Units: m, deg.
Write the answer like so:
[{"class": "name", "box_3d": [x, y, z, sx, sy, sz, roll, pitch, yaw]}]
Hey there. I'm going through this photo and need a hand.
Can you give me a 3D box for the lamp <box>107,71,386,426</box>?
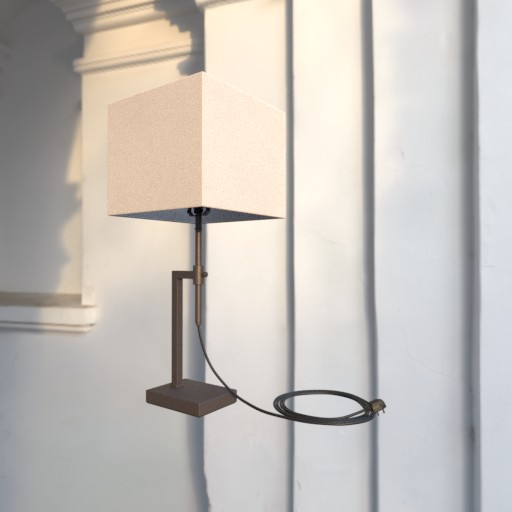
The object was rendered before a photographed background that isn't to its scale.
[{"class": "lamp", "box_3d": [0.000, 0.000, 0.969, 0.504, 0.660, 0.399, 0, -1, 36]}]
